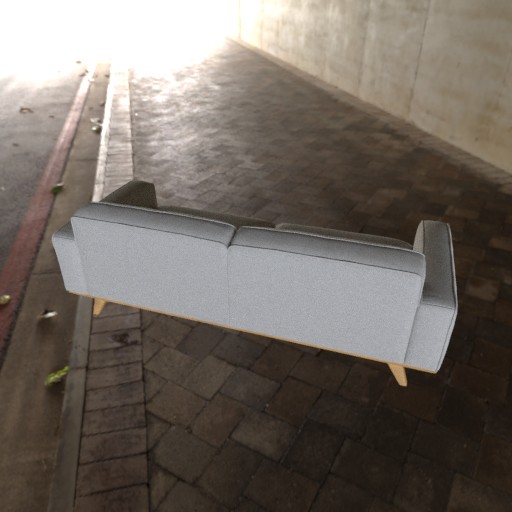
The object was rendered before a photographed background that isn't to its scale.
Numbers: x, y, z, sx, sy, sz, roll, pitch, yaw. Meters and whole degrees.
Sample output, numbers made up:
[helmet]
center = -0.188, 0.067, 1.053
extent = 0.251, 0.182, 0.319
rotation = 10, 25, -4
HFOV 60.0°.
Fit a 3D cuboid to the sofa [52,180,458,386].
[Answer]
[sofa]
center = 0.000, 0.000, 2.765
extent = 2.270, 0.781, 0.956
rotation = 10, 33, 15
